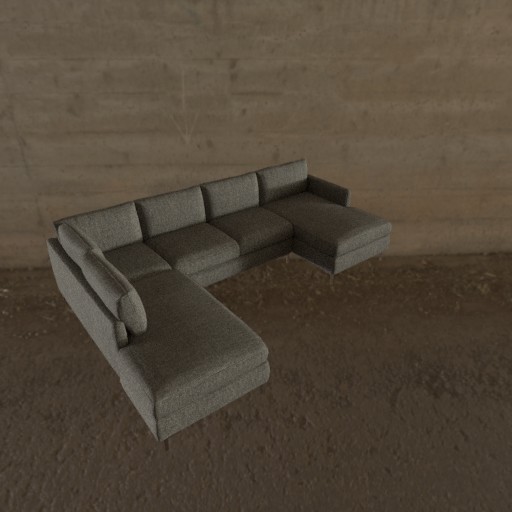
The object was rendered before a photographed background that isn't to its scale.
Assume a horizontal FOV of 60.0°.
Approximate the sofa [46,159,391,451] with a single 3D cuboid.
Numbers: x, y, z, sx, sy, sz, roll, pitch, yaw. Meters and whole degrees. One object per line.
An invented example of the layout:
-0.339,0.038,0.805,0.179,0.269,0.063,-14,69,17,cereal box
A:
0.000,0.000,3.580,2.737,0.756,1.879,-21,35,-32,sofa
